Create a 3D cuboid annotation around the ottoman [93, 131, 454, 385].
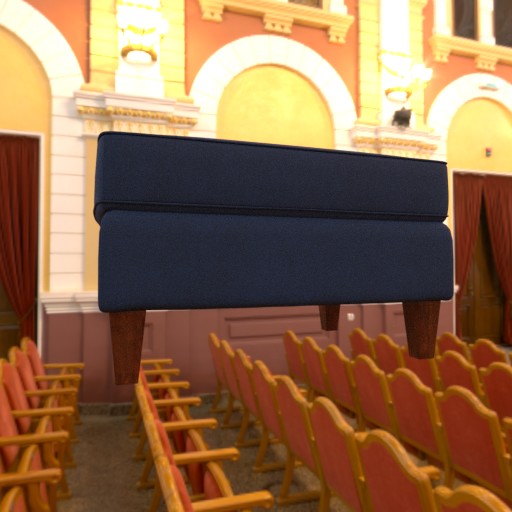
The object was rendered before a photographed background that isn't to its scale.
[{"bbox_3d":[0.000,0.000,1.401,0.965,0.584,0.686,0,-1,-19],"label":"ottoman"}]
